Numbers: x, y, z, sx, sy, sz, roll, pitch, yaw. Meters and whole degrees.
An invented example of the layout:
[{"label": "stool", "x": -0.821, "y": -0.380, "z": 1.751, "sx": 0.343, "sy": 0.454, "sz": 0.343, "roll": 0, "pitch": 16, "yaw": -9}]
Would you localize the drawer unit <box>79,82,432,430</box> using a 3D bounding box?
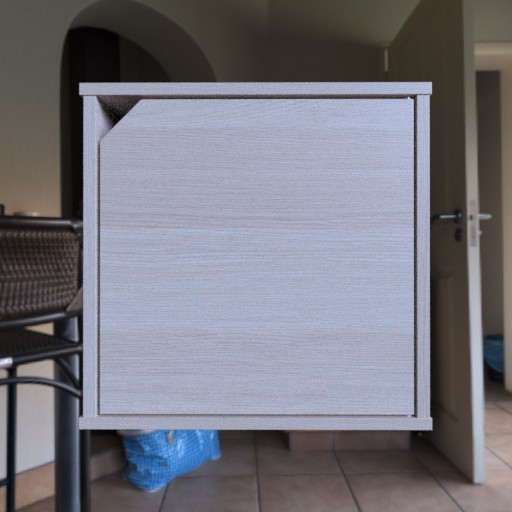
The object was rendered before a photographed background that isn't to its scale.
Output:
[{"label": "drawer unit", "x": 0.000, "y": 0.000, "z": 0.583, "sx": 0.349, "sy": 0.344, "sz": 0.290, "roll": 0, "pitch": 0, "yaw": 0}]
